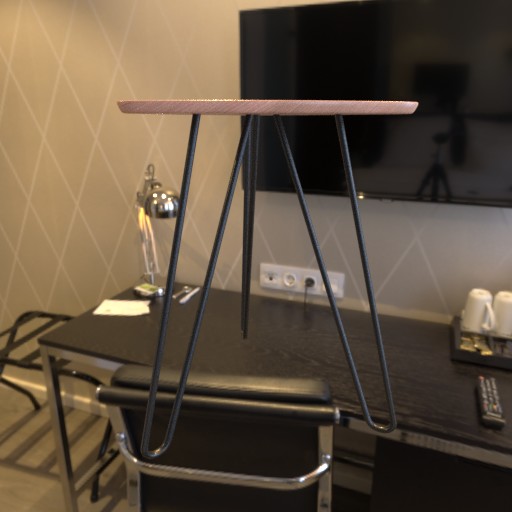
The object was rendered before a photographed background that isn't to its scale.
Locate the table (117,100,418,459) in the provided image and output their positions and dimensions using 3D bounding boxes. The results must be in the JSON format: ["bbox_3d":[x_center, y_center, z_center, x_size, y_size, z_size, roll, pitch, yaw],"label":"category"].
[{"bbox_3d":[0.000,0.000,0.875,0.442,0.564,0.455,-3,17,-8],"label":"table"}]
